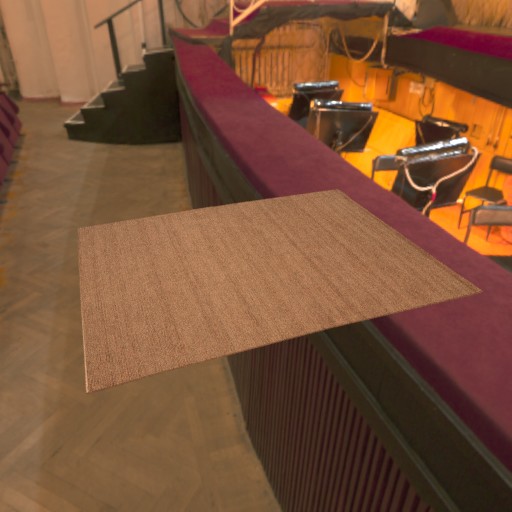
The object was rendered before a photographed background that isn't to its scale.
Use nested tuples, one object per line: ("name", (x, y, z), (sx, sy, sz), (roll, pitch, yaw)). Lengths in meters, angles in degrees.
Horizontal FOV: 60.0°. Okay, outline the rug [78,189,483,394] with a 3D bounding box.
("rug", (0.000, 0.000, 5.018), (3.778, 0.053, 2.873), (-11, 32, -17))
